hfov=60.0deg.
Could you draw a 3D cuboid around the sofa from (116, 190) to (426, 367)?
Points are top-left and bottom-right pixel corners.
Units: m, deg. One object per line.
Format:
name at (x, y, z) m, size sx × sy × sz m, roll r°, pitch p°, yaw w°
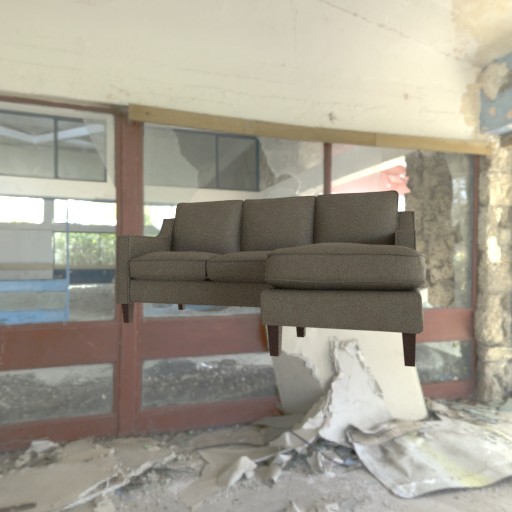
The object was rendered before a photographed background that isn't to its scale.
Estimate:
sofa at (0.000, 0.000, 3.305) m, size 2.317 × 1.081 × 1.858 m, roll 0°, pitch 0°, yaw 19°
